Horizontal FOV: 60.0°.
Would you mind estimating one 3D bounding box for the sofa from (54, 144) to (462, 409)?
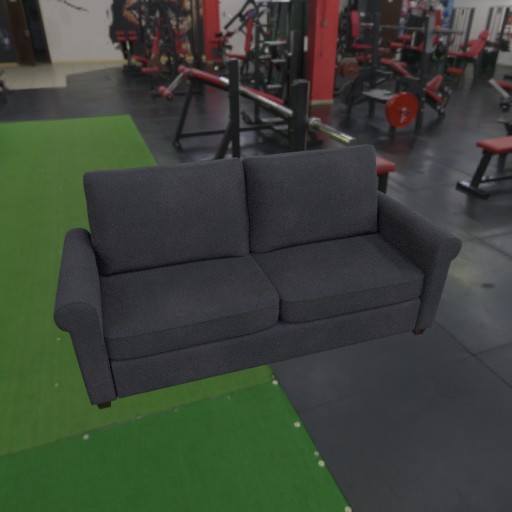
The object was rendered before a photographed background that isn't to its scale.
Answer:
[{"bbox_3d":[0.000,0.000,2.389,1.935,0.942,0.842,-9,31,-15],"label":"sofa"}]
